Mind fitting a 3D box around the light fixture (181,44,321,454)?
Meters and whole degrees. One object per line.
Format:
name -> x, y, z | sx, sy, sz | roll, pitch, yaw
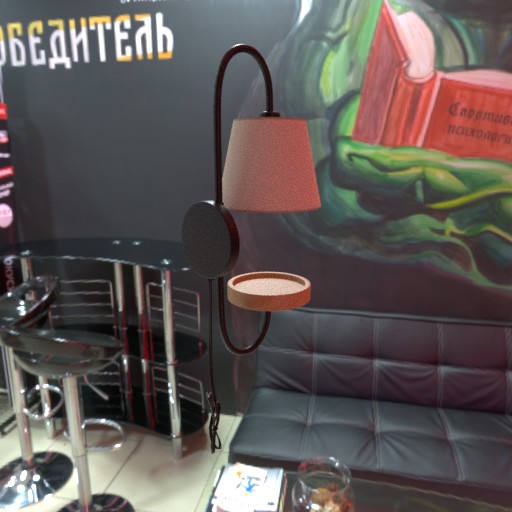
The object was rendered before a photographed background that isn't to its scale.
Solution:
light fixture -> 0.000, 0.000, 0.941 | 0.220, 0.821, 0.299 | 12, 18, 43
